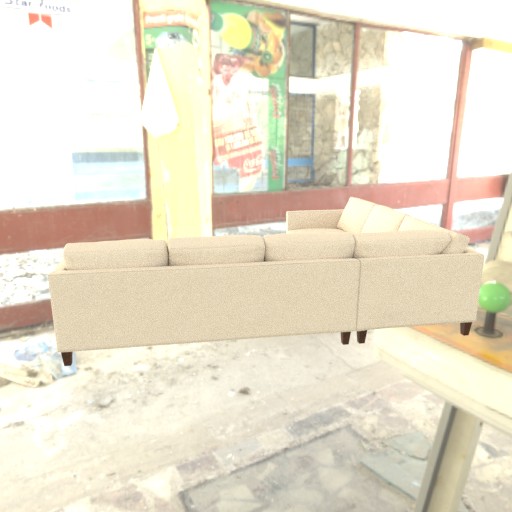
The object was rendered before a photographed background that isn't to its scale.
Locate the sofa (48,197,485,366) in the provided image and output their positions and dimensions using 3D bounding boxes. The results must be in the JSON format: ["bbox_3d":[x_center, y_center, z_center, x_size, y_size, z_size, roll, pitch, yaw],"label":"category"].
[{"bbox_3d":[0.000,0.000,4.348,3.182,0.863,2.432,-2,15,-9],"label":"sofa"}]
